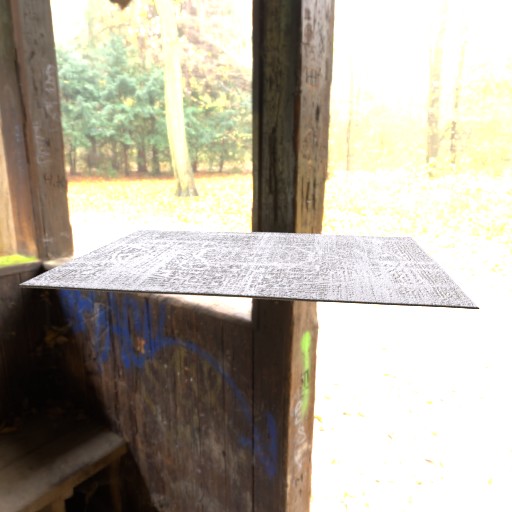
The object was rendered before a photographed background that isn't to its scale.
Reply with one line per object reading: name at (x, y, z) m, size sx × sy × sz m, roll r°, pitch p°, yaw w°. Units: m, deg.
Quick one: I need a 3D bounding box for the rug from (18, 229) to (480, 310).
rug at (0.000, 0.000, 3.104) m, size 2.438 × 0.026 × 1.706 m, roll 2°, pitch 14°, yaw 8°
